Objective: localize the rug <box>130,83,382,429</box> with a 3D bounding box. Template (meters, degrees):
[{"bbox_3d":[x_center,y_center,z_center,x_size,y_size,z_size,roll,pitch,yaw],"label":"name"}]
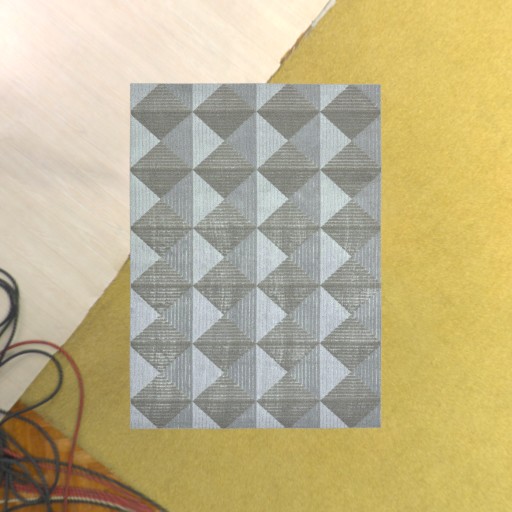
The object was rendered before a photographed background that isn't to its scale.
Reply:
[{"bbox_3d":[0.000,0.000,4.280,2.428,0.027,3.333,0,90,-1],"label":"rug"}]
